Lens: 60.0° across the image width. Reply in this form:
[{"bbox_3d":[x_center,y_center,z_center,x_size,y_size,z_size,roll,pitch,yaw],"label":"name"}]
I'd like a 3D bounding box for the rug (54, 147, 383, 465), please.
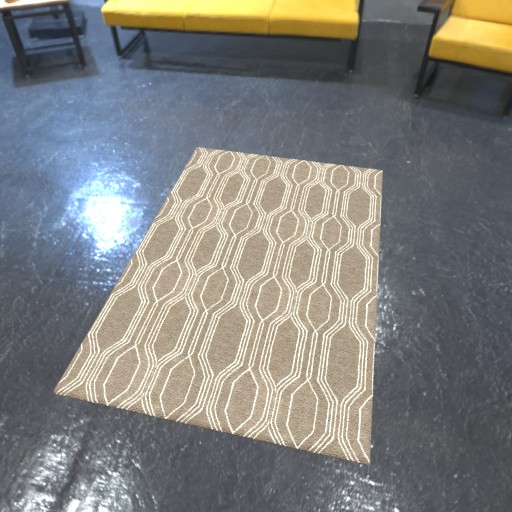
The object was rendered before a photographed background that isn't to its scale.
[{"bbox_3d":[0.000,0.000,2.286,1.239,0.012,1.836,9,46,9],"label":"rug"}]
